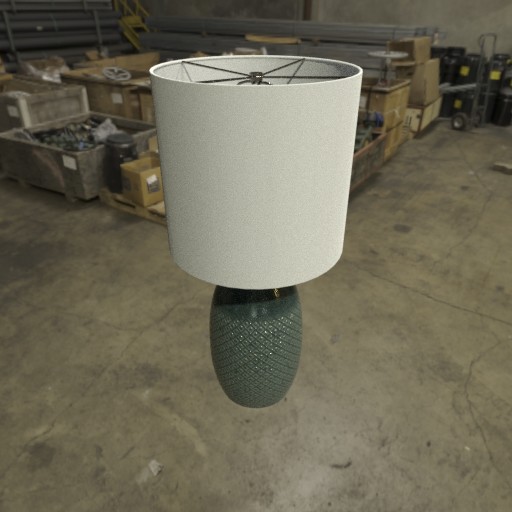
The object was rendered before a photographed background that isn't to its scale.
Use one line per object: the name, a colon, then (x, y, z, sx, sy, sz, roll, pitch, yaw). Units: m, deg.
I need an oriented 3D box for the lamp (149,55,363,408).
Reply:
lamp: (0.000, 0.000, 0.573, 0.217, 0.453, 0.217, 19, 35, 28)
